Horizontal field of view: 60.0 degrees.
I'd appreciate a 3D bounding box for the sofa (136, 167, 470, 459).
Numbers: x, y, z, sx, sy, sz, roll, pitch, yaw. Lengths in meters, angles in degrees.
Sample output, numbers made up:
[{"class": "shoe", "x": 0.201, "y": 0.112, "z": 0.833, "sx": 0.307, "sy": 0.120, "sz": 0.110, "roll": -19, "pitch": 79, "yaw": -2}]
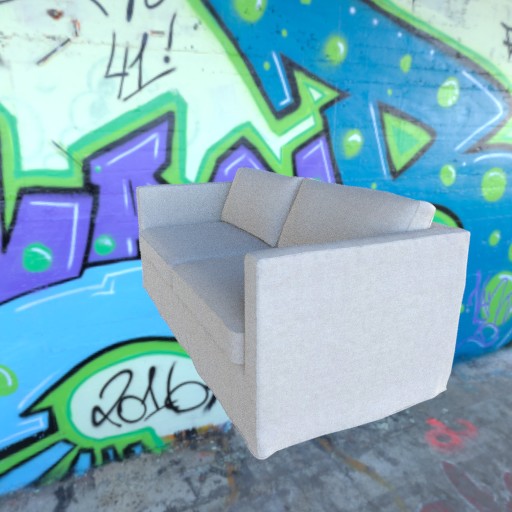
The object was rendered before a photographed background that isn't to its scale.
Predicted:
[{"class": "sofa", "x": 0.000, "y": 0.000, "z": 2.428, "sx": 0.962, "sy": 0.835, "sz": 1.959, "roll": -7, "pitch": 18, "yaw": -24}]
